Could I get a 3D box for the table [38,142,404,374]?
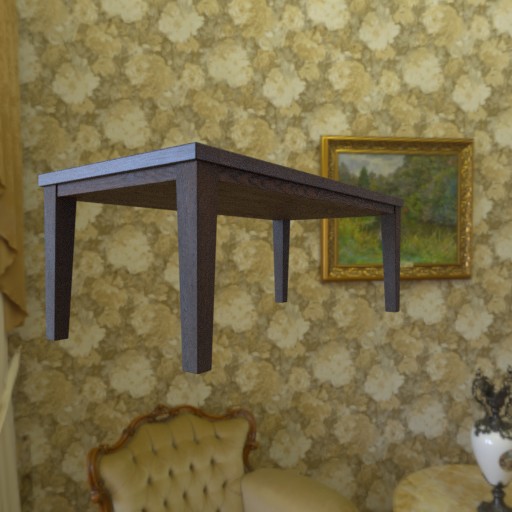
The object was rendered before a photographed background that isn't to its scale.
[{"bbox_3d":[0.000,0.000,2.526,1.016,0.762,1.981,0,1,37],"label":"table"}]
